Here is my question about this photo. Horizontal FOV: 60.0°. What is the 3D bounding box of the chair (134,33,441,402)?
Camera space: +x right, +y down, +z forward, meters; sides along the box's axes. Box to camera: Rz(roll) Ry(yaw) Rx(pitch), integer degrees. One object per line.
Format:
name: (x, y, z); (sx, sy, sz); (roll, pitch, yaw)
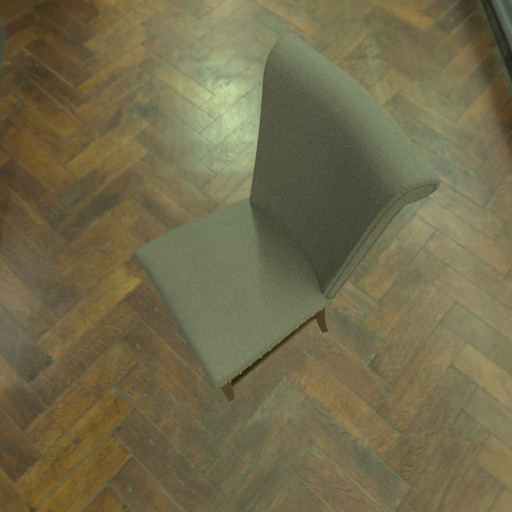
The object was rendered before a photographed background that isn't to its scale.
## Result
chair: (0.000, 0.000, 1.328); (0.608, 0.988, 0.513); (-31, 69, -14)
